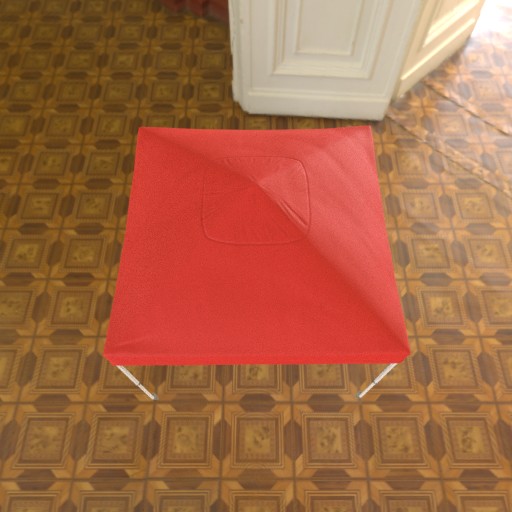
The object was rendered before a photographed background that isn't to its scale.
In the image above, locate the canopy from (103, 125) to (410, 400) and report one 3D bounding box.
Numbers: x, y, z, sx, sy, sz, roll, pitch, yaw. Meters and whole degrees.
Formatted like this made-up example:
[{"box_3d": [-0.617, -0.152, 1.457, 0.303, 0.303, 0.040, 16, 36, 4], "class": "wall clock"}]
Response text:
[{"box_3d": [0.000, 0.000, 5.629, 2.998, 2.997, 2.996, 0, 62, 0], "class": "canopy"}]
